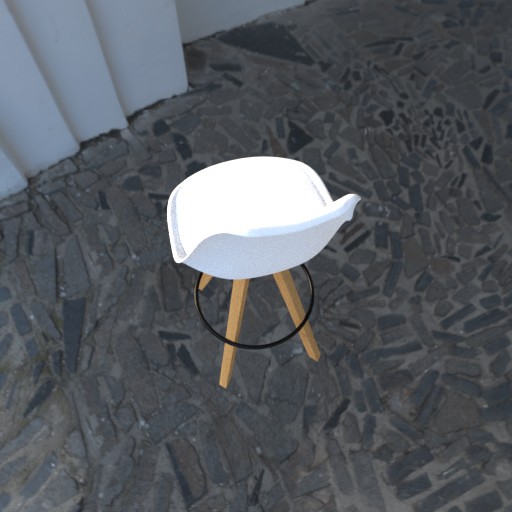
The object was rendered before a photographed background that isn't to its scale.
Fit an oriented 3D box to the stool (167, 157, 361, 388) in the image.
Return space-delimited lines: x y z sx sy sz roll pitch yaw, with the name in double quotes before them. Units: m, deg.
"stool" 0.000 0.000 1.391 0.482 1.115 0.549 -14 61 -8
